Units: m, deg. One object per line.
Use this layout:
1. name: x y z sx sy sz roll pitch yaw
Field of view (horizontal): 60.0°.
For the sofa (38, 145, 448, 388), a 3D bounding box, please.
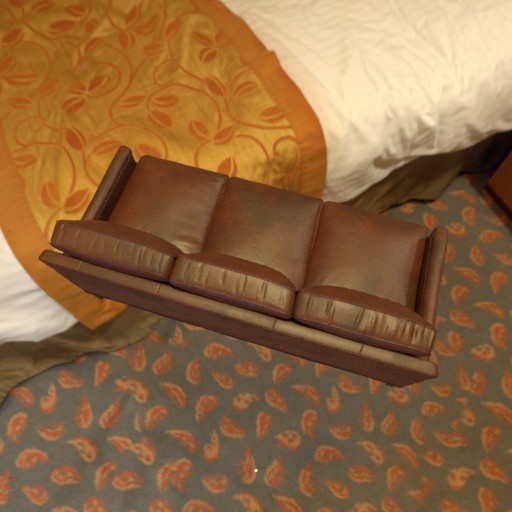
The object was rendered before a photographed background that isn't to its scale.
1. sofa: 0.000 0.000 2.800 2.240 1.003 1.084 15 65 7
